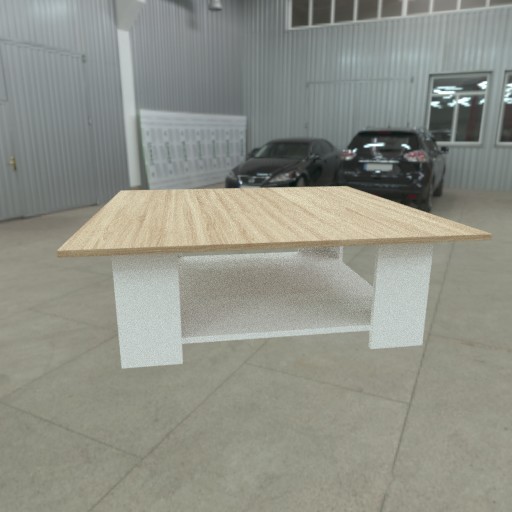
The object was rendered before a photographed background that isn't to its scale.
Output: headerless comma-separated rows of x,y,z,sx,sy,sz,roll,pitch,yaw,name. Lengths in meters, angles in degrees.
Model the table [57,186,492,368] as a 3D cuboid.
0.000,0.000,1.352,0.890,0.305,0.890,-2,16,-9,table
